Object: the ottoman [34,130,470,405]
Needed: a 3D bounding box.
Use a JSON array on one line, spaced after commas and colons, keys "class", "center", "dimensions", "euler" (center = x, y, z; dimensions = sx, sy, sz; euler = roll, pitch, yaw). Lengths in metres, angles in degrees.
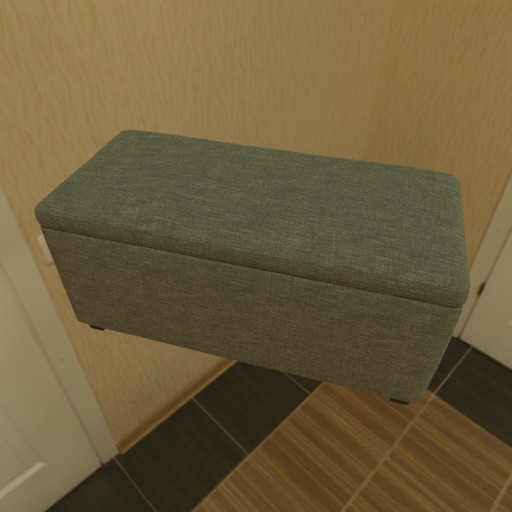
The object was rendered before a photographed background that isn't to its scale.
[{"class": "ottoman", "center": [0.000, 0.000, 1.114], "dimensions": [0.902, 0.432, 0.419], "euler": [11, 42, 12]}]
